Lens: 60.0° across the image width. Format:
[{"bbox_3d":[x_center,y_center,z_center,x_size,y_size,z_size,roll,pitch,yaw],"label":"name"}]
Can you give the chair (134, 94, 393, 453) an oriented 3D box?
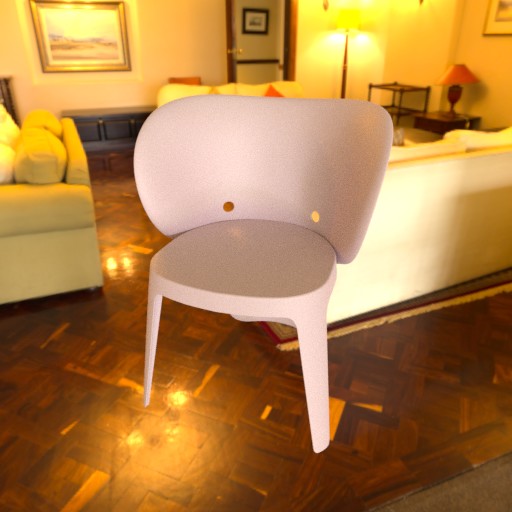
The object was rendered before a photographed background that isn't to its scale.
[{"bbox_3d":[0.000,0.000,0.860,0.451,0.554,0.402,8,27,16],"label":"chair"}]
